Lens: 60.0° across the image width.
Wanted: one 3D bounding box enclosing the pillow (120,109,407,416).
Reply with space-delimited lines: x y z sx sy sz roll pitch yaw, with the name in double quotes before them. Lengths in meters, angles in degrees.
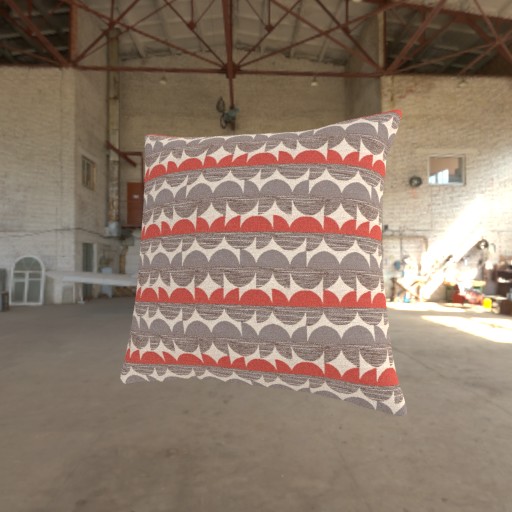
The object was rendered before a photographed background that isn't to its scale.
"pillow" 0.000 0.000 0.657 0.420 0.410 0.180 0 -1 18
